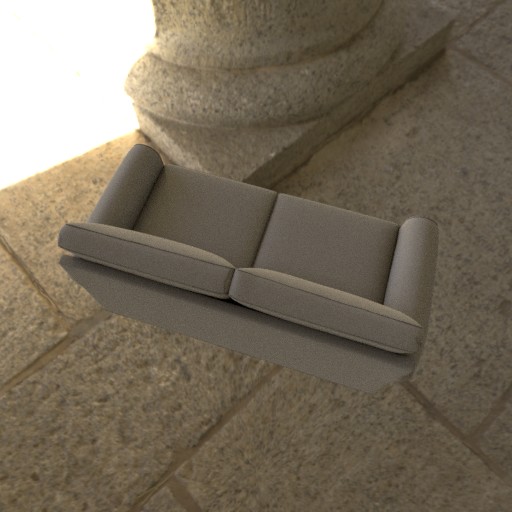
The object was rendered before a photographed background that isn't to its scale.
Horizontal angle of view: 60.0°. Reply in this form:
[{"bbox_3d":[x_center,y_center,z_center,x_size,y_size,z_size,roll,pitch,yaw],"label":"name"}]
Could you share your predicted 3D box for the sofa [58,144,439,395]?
[{"bbox_3d":[0.000,0.000,2.505,1.930,0.952,0.940,16,65,8],"label":"sofa"}]
